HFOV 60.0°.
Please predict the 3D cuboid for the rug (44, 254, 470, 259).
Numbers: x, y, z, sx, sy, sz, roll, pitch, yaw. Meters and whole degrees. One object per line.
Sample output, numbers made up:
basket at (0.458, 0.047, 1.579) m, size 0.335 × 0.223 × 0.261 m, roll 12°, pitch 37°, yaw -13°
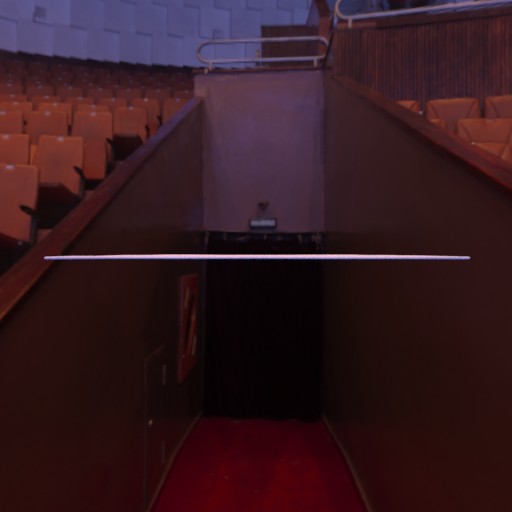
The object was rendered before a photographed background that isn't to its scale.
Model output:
rug at (0.000, 0.000, 4.025) m, size 2.410 × 0.021 × 3.055 m, roll 0°, pitch 0°, yaw 0°
